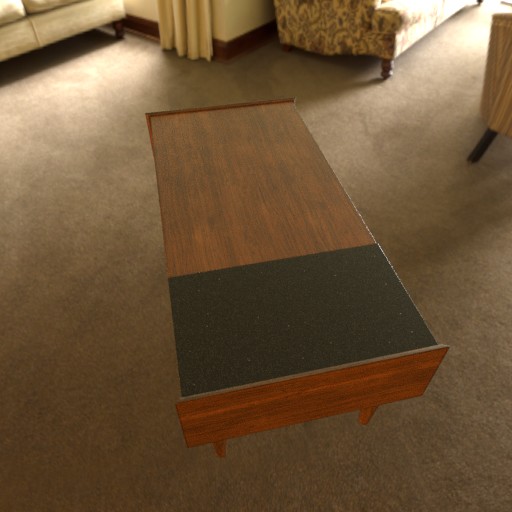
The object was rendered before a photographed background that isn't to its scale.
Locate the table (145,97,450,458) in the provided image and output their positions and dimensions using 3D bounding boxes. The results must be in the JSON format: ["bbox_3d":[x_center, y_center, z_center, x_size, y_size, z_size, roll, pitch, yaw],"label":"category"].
[{"bbox_3d":[0.000,0.000,1.536,0.610,0.508,1.221,-9,46,-9],"label":"table"}]
